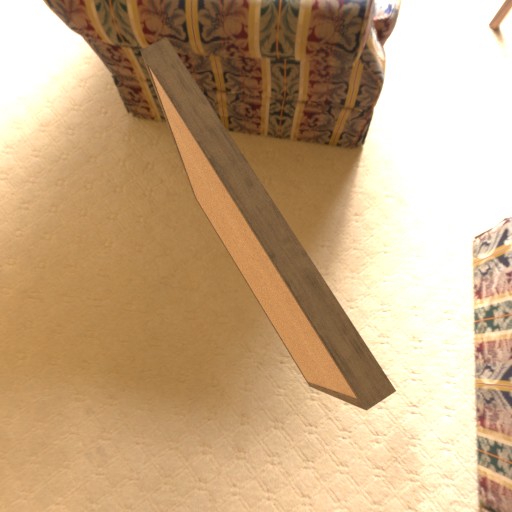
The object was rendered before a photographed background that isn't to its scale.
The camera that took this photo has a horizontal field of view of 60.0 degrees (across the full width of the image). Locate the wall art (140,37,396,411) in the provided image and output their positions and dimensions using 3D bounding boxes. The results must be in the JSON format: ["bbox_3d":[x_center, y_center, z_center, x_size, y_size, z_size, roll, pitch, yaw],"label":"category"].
[{"bbox_3d":[0.000,0.000,0.761,0.038,0.508,0.508,-30,78,-7],"label":"wall art"}]
